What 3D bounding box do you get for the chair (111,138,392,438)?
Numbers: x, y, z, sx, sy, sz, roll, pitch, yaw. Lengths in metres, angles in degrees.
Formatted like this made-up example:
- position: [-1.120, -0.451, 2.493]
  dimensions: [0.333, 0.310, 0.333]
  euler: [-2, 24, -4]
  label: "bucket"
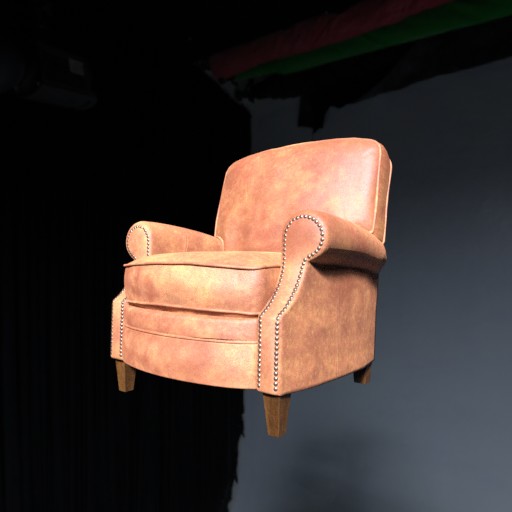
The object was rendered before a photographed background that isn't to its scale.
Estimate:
- position: [0.000, 0.000, 1.759]
  dimensions: [0.936, 1.018, 0.986]
  euler: [0, 0, 37]
  label: "chair"
